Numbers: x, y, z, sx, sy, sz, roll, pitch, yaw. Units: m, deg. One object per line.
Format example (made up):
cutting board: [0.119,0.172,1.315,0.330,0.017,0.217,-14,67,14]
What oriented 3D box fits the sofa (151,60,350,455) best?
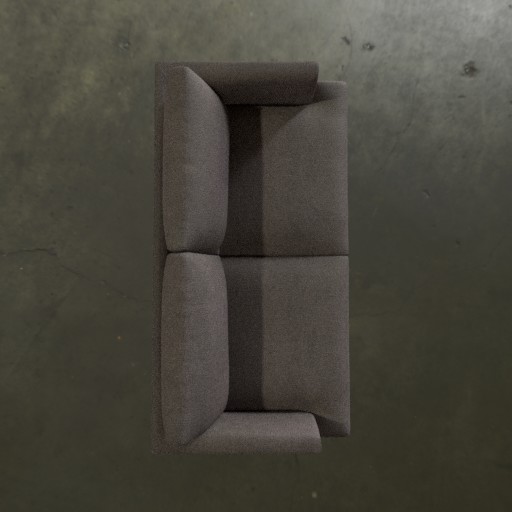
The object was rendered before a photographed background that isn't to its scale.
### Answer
sofa: [0.000,0.000,2.386,1.020,0.868,1.948,0,88,0]
